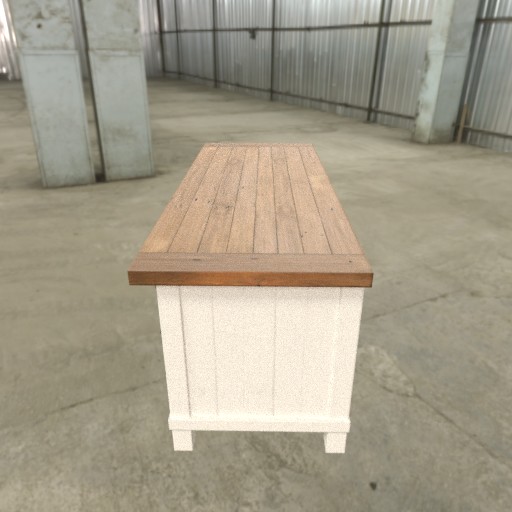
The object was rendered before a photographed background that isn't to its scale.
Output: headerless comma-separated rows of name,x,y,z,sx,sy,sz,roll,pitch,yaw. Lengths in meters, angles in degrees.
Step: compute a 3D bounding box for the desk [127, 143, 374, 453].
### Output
desk,0.000,0.000,2.216,0.688,0.760,1.803,0,25,1
